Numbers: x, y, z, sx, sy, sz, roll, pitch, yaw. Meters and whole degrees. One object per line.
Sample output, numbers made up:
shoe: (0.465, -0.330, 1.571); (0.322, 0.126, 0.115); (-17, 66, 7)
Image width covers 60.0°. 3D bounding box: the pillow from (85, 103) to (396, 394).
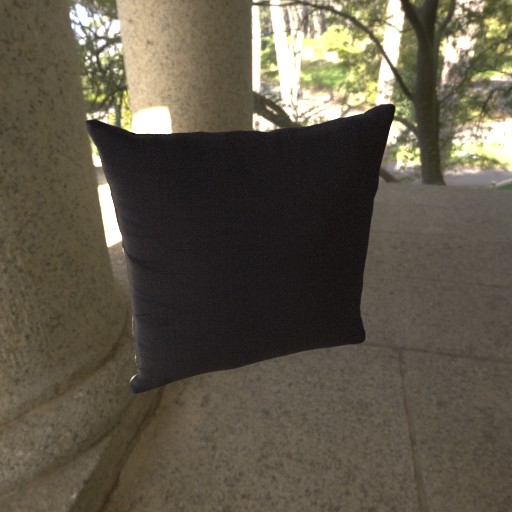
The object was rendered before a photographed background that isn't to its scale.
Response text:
pillow: (0.000, 0.000, 0.685); (0.432, 0.432, 0.139); (-9, 28, -16)
